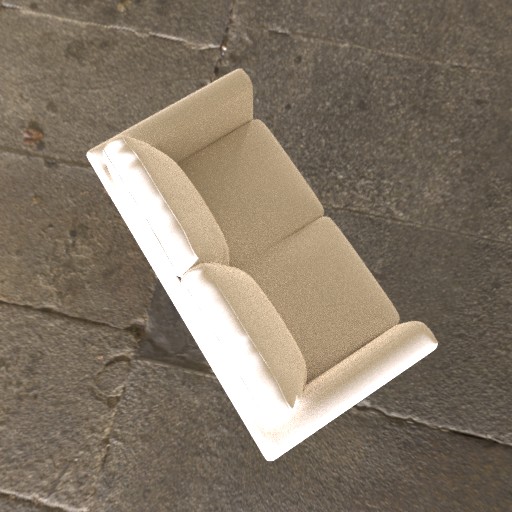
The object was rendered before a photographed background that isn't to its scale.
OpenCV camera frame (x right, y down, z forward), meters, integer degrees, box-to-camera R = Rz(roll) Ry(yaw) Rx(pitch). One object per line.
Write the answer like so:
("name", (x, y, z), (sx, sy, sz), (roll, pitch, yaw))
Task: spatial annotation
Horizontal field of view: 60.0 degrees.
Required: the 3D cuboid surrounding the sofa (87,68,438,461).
("sofa", (0.000, 0.000, 1.983), (0.796, 0.908, 1.430), (-32, 78, -7))
